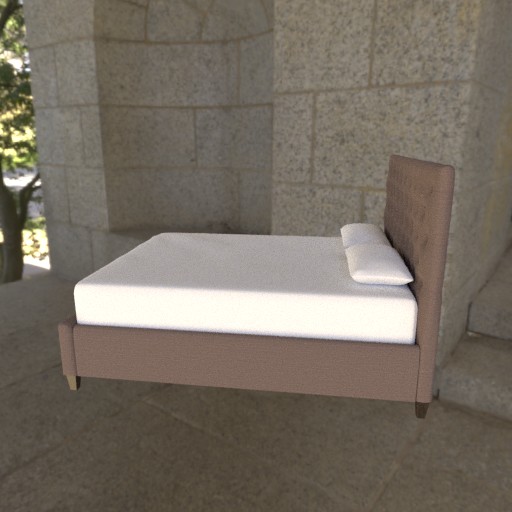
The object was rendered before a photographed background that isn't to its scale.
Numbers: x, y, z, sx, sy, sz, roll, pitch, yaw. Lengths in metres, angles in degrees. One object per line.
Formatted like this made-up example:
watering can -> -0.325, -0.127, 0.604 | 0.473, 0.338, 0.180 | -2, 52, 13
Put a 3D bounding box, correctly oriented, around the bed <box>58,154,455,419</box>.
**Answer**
bed -> 0.000, 0.000, 3.283 | 2.233, 1.426, 1.696 | 2, 15, 8
